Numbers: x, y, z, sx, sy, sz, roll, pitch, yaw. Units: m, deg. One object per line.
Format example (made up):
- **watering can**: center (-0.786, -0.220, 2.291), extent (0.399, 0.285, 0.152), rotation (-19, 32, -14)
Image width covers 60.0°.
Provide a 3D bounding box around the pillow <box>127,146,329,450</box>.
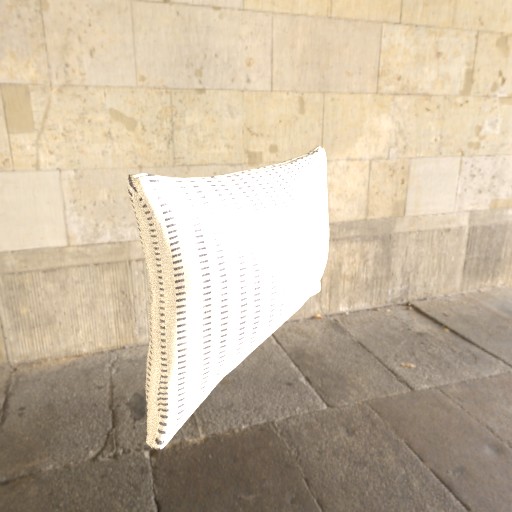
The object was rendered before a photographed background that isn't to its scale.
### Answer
- **pillow**: center (0.000, 0.000, 0.793), extent (0.210, 0.353, 0.640), rotation (8, 19, 25)
